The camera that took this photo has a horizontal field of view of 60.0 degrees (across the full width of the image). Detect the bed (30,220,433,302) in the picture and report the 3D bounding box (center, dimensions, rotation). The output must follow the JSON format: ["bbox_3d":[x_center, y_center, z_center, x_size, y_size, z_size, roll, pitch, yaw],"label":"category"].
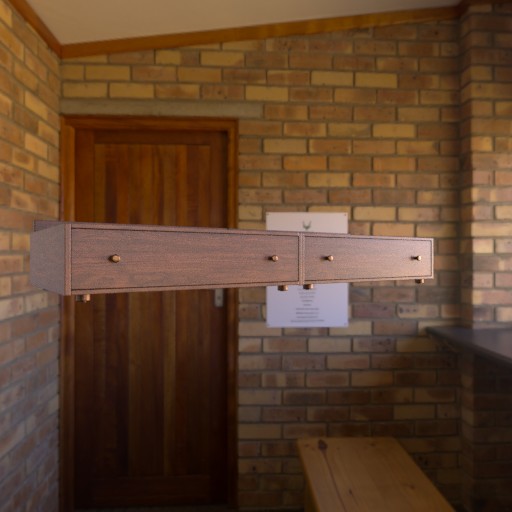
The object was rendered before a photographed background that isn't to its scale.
[{"bbox_3d":[0.000,0.000,2.361,2.057,0.326,0.787,0,0,-35],"label":"bed"}]
